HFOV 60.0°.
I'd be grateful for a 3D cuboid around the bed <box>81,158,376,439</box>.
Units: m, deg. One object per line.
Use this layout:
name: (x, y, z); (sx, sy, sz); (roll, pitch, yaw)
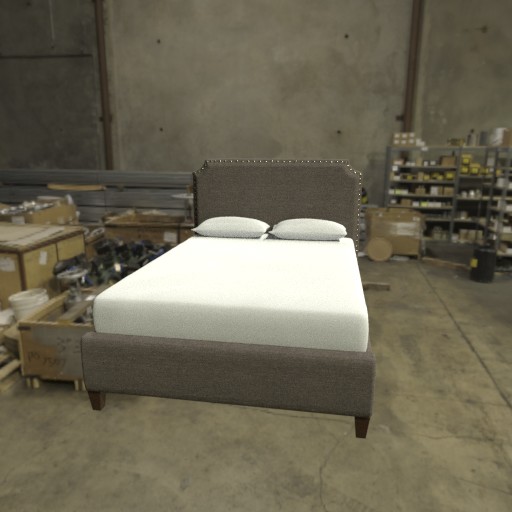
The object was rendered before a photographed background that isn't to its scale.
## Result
bed: (0.000, 0.000, 3.508); (1.713, 1.457, 2.381); (2, 14, 10)
